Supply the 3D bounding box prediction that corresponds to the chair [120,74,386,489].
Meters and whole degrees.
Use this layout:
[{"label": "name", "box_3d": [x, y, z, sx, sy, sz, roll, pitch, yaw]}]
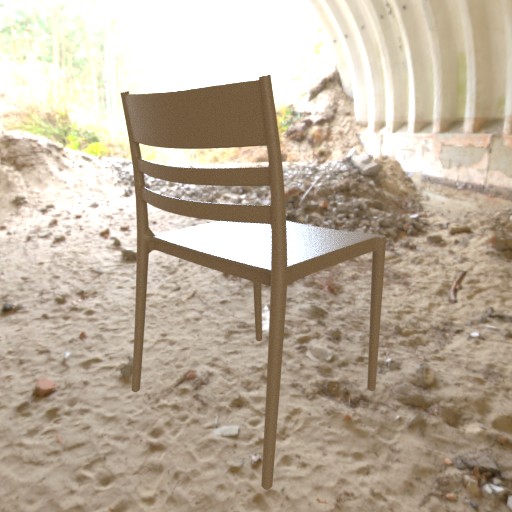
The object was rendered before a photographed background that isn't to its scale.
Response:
[{"label": "chair", "box_3d": [0.000, 0.000, 1.140, 0.531, 0.800, 0.511, 15, 21, 42]}]
